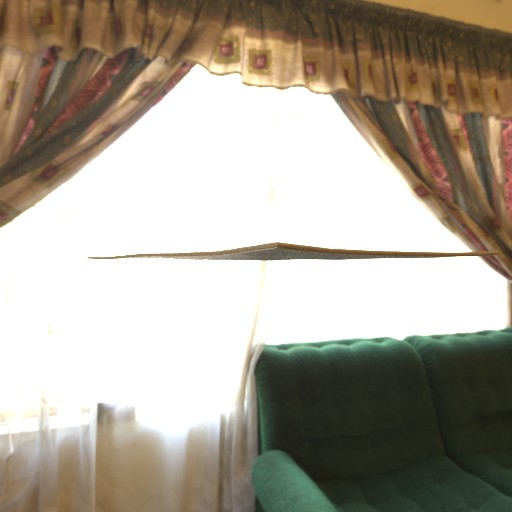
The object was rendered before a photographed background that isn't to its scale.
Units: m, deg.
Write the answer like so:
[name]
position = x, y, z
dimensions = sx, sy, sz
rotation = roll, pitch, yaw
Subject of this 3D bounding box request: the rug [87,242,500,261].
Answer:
[rug]
position = 0.000, 0.000, 2.956
dimensions = 1.553, 0.053, 2.430
rotation = 1, -1, -35
